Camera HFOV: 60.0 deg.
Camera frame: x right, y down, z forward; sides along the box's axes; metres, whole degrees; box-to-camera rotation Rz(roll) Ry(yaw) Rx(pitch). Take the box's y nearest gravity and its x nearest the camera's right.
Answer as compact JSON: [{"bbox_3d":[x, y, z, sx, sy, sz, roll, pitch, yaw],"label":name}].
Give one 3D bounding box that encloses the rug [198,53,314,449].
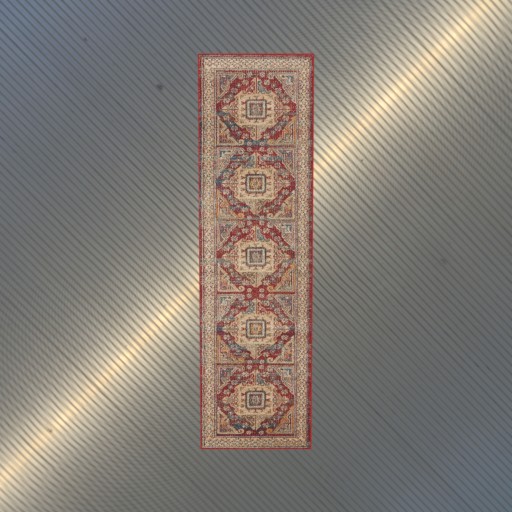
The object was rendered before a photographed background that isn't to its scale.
[{"bbox_3d":[0.000,0.000,2.566,0.659,0.015,2.292,0,93,0],"label":"rug"}]
